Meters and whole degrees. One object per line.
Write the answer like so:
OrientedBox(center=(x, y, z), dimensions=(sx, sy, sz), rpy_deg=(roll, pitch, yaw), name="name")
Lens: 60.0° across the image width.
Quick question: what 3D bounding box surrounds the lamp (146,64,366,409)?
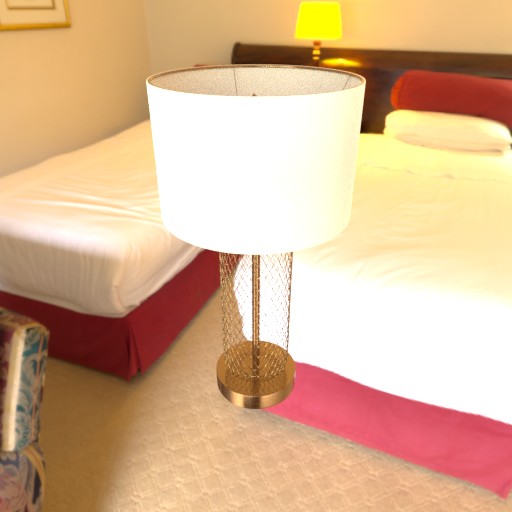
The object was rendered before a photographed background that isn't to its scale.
OrientedBox(center=(0.000, 0.000, 0.639), dimensions=(0.252, 0.483, 0.252), rpy_deg=(-8, 31, -13), name="lamp")
